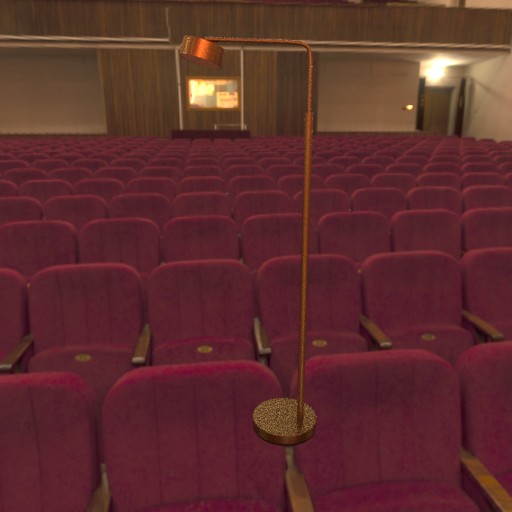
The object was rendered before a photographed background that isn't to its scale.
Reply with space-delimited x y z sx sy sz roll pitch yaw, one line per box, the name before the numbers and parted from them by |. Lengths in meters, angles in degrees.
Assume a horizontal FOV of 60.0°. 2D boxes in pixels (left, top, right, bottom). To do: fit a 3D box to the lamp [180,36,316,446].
lamp | 0.000 0.000 1.380 0.418 1.230 0.219 -2 15 -6
